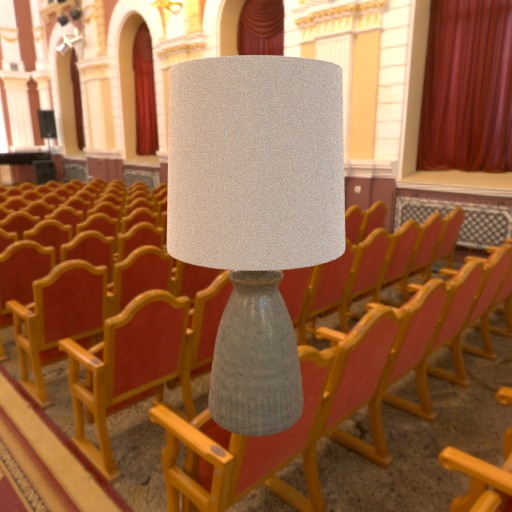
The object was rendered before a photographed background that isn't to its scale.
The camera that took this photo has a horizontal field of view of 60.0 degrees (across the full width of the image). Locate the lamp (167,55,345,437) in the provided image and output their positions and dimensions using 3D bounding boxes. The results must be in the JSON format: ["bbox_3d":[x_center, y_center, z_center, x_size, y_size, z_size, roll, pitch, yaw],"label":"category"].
[{"bbox_3d":[0.000,0.000,0.475,0.186,0.369,0.186,0,15,0],"label":"lamp"}]
